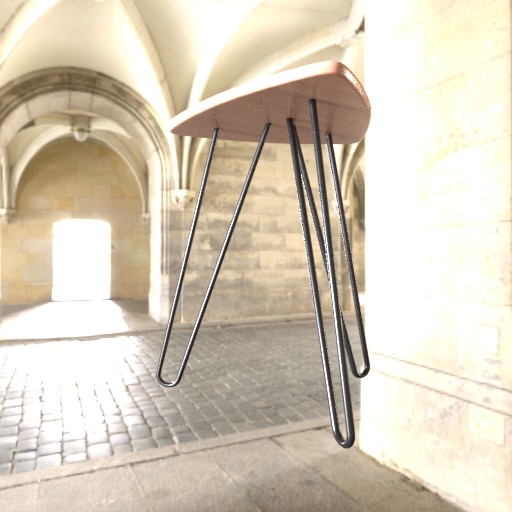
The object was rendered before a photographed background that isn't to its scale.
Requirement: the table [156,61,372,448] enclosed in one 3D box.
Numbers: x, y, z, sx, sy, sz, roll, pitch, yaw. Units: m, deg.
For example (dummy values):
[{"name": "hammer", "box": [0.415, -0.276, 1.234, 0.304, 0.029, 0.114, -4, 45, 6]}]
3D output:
[{"name": "table", "box": [0.000, 0.000, 0.900, 0.455, 0.564, 0.442, 0, 0, 17]}]
